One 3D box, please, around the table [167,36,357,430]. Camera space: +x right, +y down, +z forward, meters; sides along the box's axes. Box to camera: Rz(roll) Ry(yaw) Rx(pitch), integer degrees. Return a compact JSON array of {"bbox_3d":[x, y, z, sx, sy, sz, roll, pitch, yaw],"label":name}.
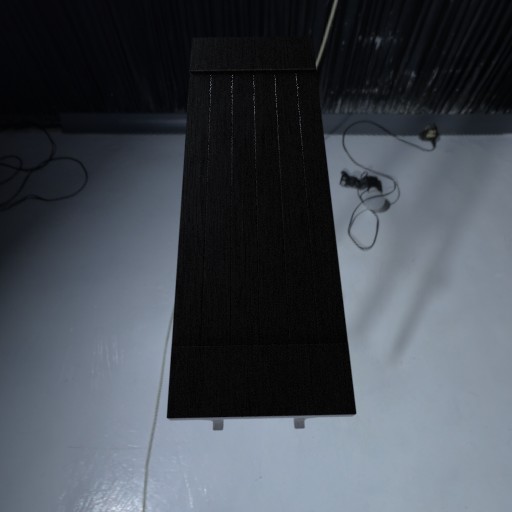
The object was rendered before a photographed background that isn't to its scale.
[{"bbox_3d":[0.000,0.000,1.412,0.373,0.768,1.062,-1,63,-1],"label":"table"}]
